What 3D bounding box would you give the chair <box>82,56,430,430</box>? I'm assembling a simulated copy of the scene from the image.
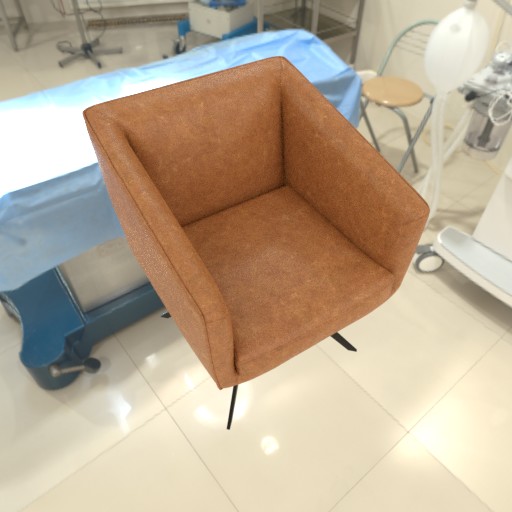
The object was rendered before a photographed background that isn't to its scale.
[{"bbox_3d":[0.000,0.000,1.224,0.588,0.760,0.625,-25,51,-22],"label":"chair"}]
